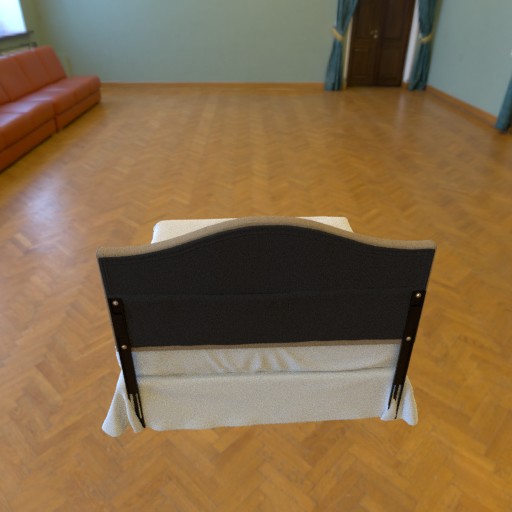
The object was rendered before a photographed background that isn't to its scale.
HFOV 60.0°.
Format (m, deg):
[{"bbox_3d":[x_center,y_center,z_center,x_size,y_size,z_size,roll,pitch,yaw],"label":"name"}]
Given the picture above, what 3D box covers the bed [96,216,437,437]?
[{"bbox_3d":[0.000,0.000,3.736,2.311,1.651,2.222,-1,30,-2],"label":"bed"}]
